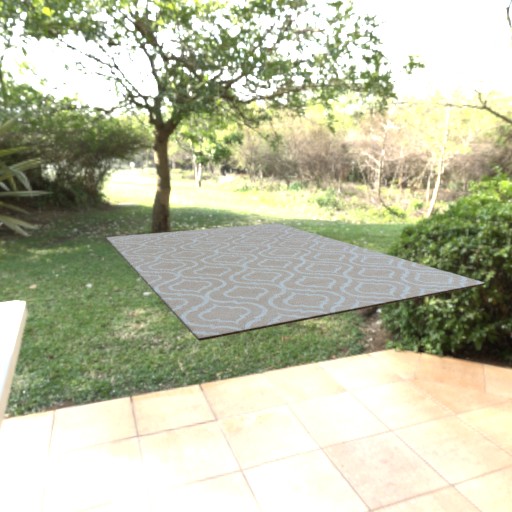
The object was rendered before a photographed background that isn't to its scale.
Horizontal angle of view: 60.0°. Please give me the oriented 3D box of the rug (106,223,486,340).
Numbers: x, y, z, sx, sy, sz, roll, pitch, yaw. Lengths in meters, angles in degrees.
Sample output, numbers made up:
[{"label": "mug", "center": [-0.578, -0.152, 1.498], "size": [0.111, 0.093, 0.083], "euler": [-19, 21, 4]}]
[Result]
[{"label": "rug", "center": [0.000, 0.000, 2.821], "size": [1.524, 0.010, 2.134], "euler": [-7, 15, -26]}]
